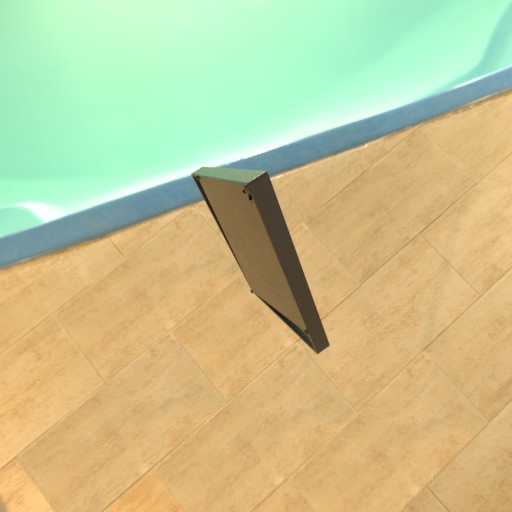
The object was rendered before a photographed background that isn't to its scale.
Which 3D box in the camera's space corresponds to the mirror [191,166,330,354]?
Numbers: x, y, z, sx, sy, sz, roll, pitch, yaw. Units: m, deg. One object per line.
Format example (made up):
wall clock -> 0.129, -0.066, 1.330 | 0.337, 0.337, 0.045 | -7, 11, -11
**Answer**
mirror -> 0.000, 0.000, 0.827 | 0.032, 0.679, 0.419 | -33, 78, -8
